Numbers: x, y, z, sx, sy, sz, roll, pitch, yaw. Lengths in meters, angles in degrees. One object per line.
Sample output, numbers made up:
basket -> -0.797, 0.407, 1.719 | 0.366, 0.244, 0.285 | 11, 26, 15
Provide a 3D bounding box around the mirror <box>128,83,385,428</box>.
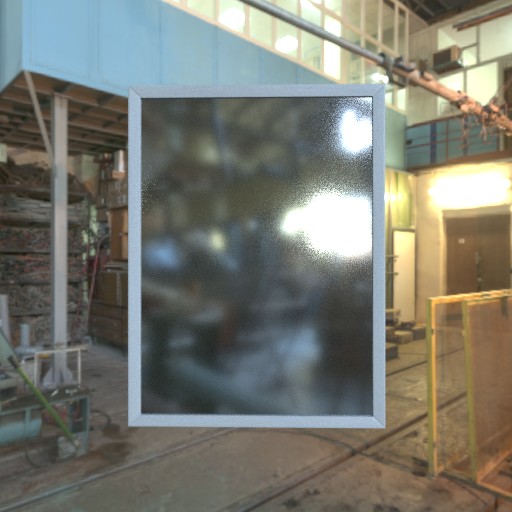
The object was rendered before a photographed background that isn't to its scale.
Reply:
mirror -> 0.000, 0.000, 1.333 | 0.762, 1.016, 0.040 | 0, 0, 1
